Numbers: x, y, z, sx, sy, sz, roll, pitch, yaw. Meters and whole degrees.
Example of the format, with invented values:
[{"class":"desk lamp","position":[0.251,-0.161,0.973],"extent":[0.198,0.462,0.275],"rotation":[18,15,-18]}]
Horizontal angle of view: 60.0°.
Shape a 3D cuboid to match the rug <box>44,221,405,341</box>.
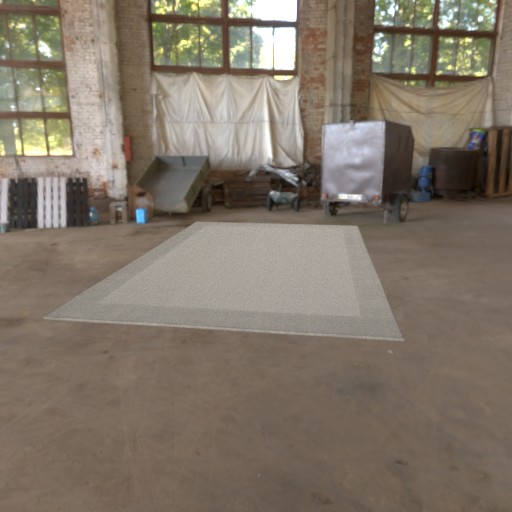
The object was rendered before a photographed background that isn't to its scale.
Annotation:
[{"class":"rug","position":[0.000,0.000,2.993],"extent":[1.524,0.014,2.438],"rotation":[2,14,8]}]
